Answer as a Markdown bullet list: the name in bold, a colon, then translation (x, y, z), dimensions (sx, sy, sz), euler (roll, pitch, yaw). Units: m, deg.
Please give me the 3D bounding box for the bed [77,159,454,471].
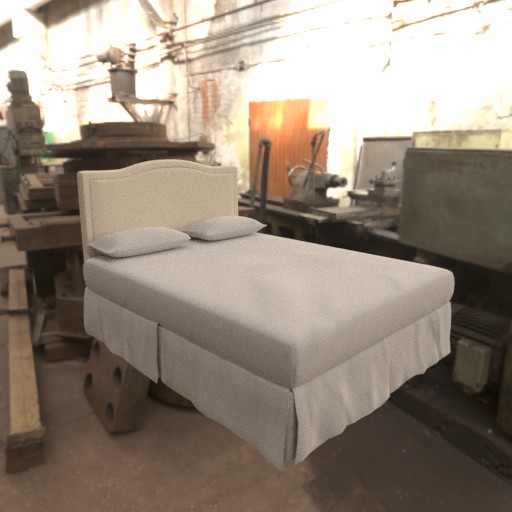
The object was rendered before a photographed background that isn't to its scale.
- **bed**: translation (0.000, 0.000, 3.480), dimensions (1.977, 1.437, 2.477), euler (-13, 19, -43)
